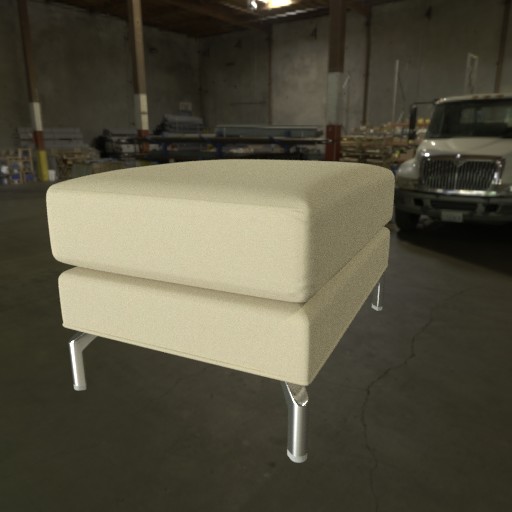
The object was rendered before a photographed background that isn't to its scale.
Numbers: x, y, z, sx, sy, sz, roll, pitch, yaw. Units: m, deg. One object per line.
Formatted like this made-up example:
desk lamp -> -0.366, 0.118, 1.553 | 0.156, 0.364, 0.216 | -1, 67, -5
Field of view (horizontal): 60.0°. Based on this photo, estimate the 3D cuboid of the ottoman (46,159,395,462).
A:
ottoman -> 0.000, 0.000, 1.184 | 0.581, 0.497, 0.835 | 7, 17, 24
